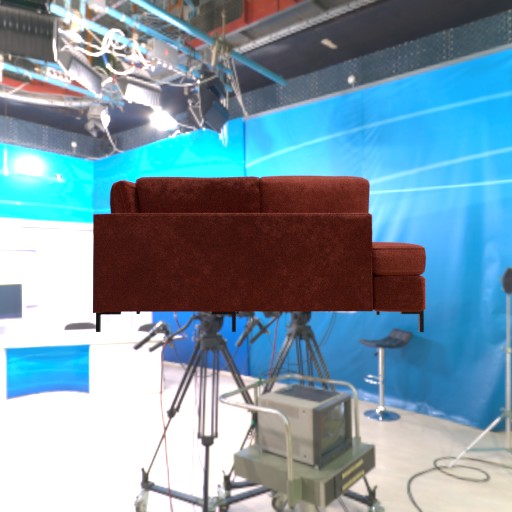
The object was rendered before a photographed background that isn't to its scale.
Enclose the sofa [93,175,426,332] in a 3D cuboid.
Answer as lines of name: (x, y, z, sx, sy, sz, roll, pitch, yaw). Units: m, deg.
sofa: (0.000, 0.000, 4.401, 2.055, 0.992, 3.434, 0, -1, -1)
